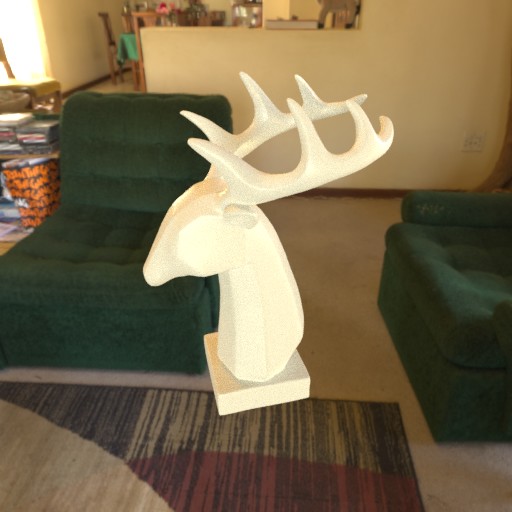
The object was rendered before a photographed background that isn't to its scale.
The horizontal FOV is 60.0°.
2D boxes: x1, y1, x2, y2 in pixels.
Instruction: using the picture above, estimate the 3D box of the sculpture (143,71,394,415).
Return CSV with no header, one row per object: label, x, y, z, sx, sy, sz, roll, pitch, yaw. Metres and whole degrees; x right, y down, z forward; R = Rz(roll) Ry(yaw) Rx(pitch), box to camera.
sculpture,0.000,0.000,0.449,0.224,0.329,0.174,-7,30,-12
